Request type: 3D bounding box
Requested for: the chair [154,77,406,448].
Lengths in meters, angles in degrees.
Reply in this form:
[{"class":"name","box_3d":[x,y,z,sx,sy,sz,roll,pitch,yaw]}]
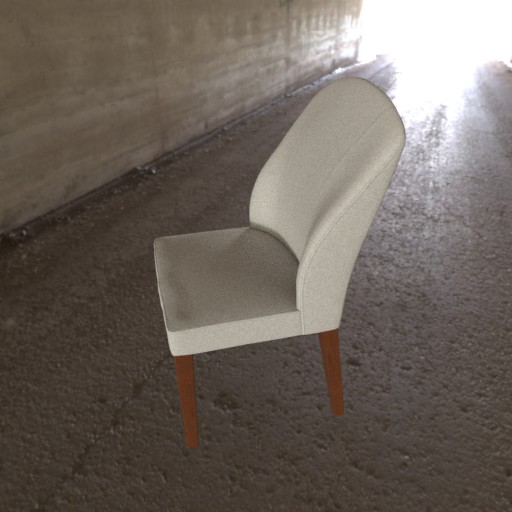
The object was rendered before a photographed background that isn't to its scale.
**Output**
[{"class":"chair","box_3d":[0.000,0.000,1.213,0.540,0.893,0.472,-8,31,-13]}]
